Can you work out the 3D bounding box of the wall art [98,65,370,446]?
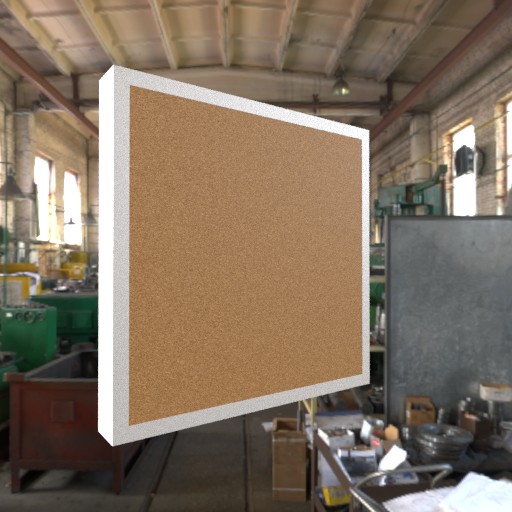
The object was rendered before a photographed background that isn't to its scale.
[{"bbox_3d":[0.000,0.000,0.454,0.305,0.302,0.038,0,-1,-36],"label":"wall art"}]
